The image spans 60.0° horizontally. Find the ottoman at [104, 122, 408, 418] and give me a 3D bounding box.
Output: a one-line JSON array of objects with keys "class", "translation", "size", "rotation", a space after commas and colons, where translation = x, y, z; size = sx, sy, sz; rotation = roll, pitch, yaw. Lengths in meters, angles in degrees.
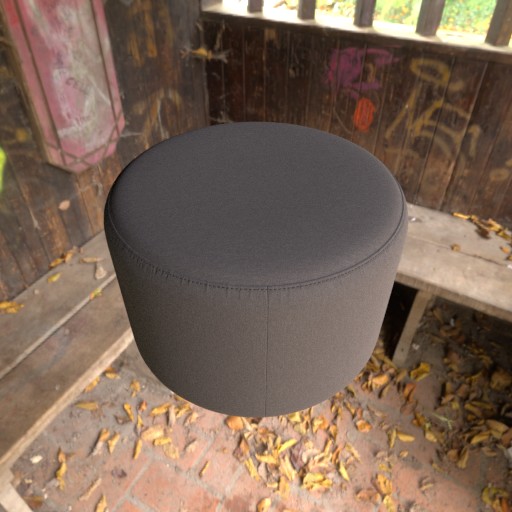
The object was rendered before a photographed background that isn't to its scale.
[{"class": "ottoman", "translation": [0.000, 0.000, 1.010], "size": [0.608, 0.433, 0.608], "rotation": [0, 41, 0]}]
